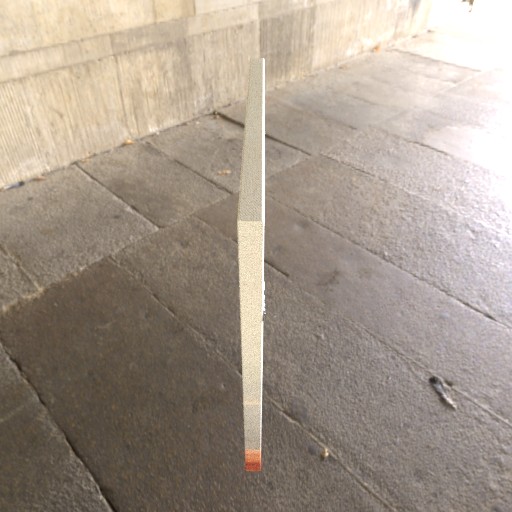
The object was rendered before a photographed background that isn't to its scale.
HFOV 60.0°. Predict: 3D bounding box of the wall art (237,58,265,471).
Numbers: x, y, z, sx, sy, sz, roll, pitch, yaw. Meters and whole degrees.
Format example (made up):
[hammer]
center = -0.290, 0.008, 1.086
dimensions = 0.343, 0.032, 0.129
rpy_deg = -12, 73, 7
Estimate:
[wall art]
center = 0.000, 0.000, 1.150
dimensions = 0.042, 0.760, 0.760
rpy_deg = 1, 40, 1
